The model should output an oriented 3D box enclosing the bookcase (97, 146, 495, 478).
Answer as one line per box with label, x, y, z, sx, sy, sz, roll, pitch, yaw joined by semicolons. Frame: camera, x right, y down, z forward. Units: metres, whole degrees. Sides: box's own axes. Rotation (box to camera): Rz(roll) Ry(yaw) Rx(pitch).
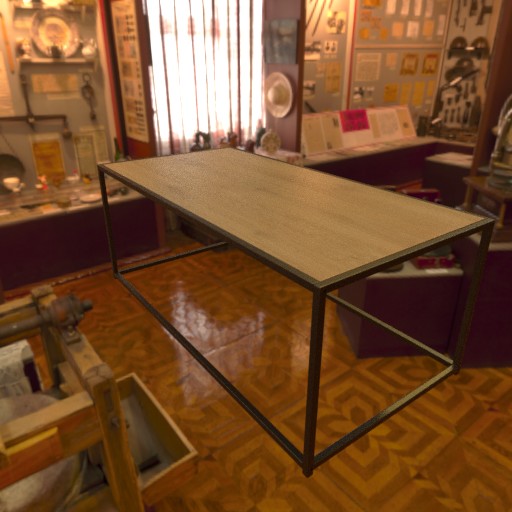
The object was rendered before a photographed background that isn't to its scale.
bookcase;0.000;0.000;1.233;0.500;0.400;1.000;-17;29;-33
